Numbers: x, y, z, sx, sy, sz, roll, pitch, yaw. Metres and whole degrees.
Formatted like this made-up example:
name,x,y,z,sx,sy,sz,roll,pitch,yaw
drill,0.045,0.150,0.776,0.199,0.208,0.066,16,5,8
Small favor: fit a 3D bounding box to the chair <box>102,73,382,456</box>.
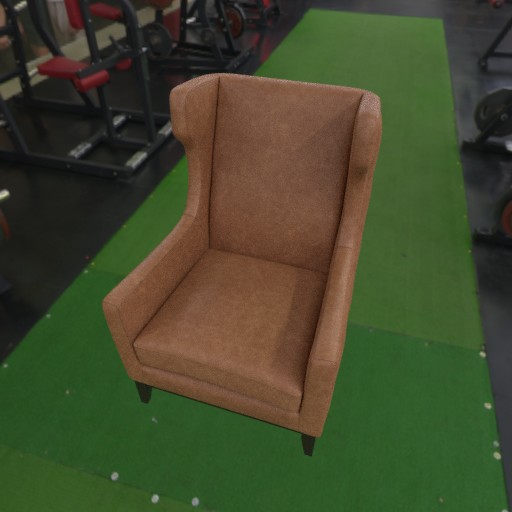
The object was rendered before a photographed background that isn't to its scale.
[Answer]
name,x,y,z,sx,sy,sz,roll,pitch,yaw
chair,0.000,0.000,1.648,0.766,1.079,0.899,12,42,14
